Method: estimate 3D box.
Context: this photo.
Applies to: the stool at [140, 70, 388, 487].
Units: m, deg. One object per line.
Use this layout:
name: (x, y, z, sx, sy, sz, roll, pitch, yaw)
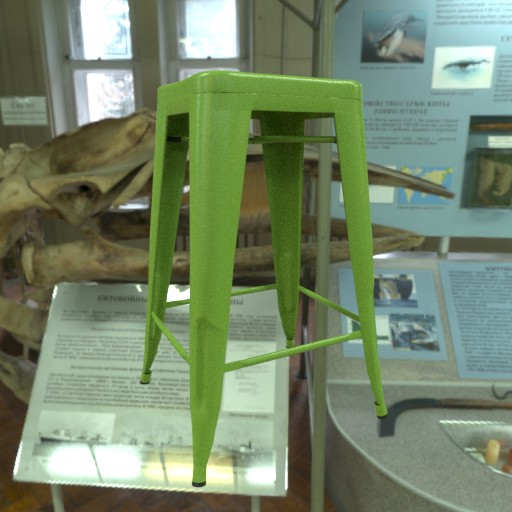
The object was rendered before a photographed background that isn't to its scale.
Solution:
stool: (0.000, 0.000, 0.838, 0.398, 0.609, 0.358, -8, 16, -26)
